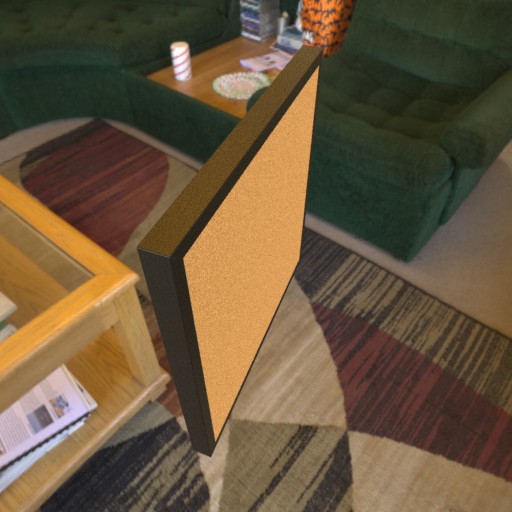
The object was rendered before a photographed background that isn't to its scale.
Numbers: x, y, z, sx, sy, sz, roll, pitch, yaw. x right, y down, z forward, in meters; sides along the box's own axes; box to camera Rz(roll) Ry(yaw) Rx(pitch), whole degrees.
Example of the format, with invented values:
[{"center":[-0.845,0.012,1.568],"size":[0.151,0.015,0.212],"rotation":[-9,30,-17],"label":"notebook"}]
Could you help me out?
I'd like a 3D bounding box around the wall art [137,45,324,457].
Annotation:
[{"center":[0.000,0.000,0.752],"size":[0.036,0.508,0.508],"rotation":[16,49,15],"label":"wall art"}]
